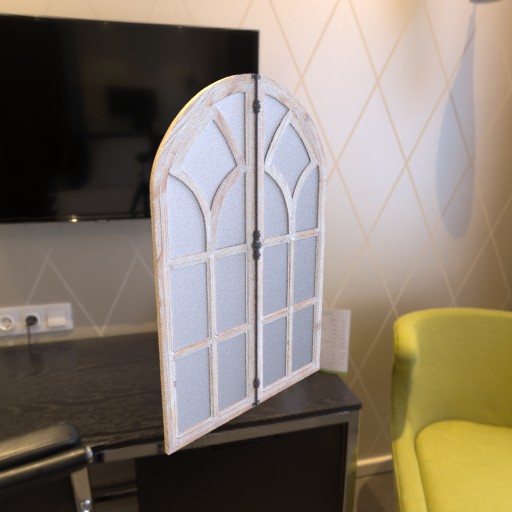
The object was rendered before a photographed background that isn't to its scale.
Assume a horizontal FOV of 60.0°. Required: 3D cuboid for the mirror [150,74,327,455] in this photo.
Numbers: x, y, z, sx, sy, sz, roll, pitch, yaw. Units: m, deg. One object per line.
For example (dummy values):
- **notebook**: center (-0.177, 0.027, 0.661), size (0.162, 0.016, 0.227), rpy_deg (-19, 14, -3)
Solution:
- **mirror**: center (0.000, 0.000, 1.195), size (0.609, 0.915, 0.032), rpy_deg (-14, 20, -43)
